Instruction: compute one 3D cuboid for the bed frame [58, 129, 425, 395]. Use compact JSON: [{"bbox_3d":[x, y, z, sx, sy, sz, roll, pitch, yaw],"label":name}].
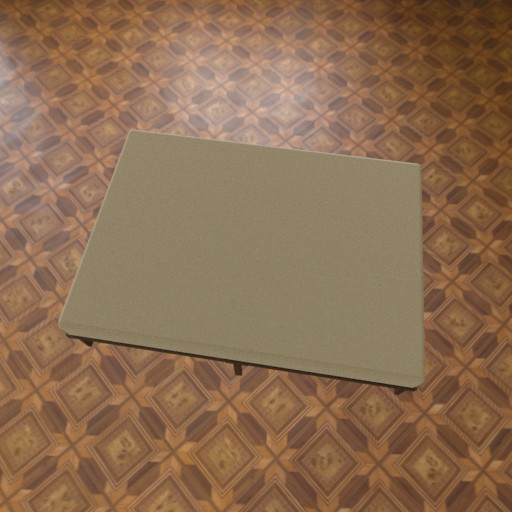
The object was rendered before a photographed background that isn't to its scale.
[{"bbox_3d":[0.000,0.000,3.789,2.842,0.680,2.205,14,64,7],"label":"bed frame"}]
